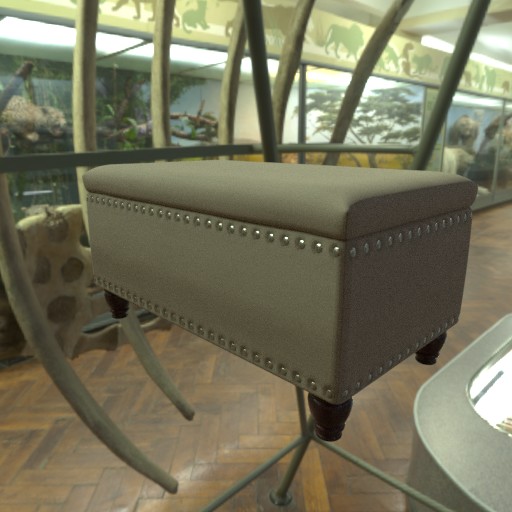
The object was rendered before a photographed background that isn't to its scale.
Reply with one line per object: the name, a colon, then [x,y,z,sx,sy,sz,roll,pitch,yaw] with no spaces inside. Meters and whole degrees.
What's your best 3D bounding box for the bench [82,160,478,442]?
bench: [0.000,0.000,1.149,0.500,0.449,0.887,-14,21,-43]
